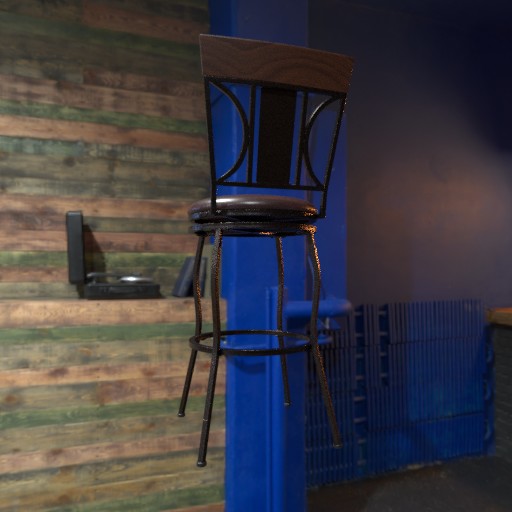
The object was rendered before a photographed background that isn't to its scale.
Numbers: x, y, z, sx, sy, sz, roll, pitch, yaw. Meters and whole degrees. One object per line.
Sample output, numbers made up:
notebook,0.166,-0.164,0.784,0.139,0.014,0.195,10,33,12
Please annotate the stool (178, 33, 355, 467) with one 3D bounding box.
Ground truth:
stool,0.000,0.000,1.413,0.448,1.130,0.513,0,-1,-17
